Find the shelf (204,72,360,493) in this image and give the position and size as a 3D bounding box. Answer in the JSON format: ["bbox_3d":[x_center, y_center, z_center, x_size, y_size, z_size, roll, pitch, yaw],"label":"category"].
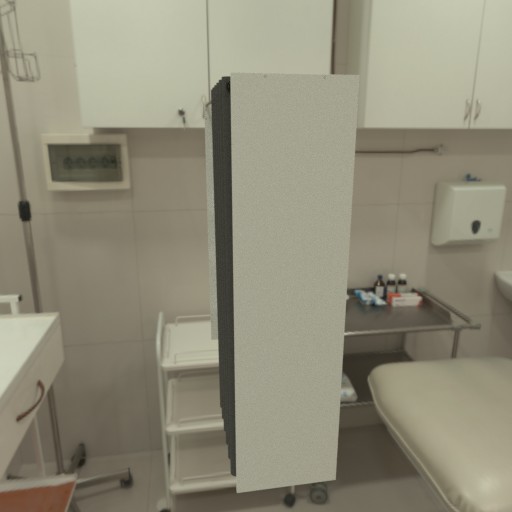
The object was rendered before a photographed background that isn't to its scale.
[{"bbox_3d":[0.000,0.000,2.596,0.500,1.810,1.600,-3,16,-9],"label":"shelf"}]
